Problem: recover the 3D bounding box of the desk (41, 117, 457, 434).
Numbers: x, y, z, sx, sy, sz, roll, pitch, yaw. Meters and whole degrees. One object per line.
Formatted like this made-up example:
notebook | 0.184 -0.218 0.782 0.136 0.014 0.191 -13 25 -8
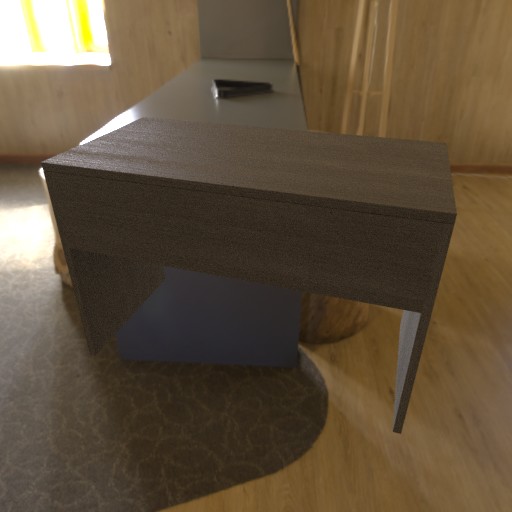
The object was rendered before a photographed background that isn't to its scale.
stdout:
desk | 0.000 0.000 1.521 1.099 0.729 0.557 9 32 15
